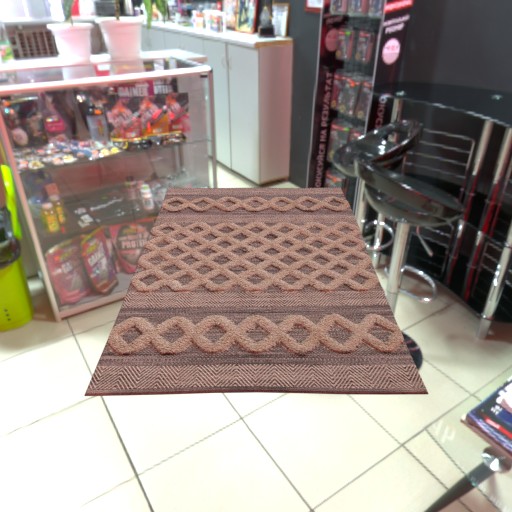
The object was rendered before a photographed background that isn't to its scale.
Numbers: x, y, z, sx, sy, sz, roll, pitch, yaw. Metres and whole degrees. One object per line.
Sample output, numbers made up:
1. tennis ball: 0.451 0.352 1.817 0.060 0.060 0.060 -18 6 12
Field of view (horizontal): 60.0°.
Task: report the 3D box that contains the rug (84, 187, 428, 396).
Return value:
1. rug: 0.000 0.000 2.330 1.222 0.030 1.823 0 32 0
